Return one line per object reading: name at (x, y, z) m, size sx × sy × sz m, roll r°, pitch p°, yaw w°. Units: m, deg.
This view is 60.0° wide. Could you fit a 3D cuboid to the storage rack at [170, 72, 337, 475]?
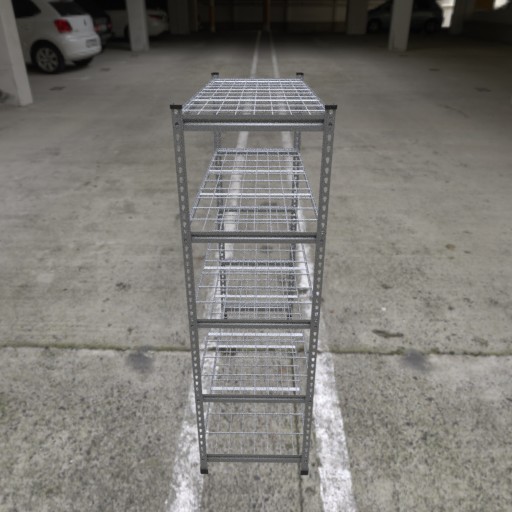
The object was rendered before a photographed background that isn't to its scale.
storage rack at (0.000, 0.000, 2.722) m, size 0.610 × 1.981 × 1.524 m, roll 0°, pitch 27°, yaw 1°
